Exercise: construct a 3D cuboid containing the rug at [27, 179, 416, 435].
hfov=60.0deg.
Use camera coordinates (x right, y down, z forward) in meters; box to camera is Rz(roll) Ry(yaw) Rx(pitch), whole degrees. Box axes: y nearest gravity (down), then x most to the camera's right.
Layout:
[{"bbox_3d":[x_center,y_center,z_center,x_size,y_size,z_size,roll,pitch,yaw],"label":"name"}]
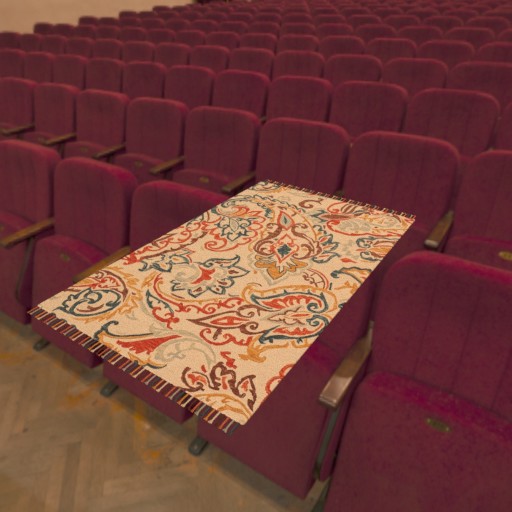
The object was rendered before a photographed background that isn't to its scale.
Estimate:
[{"bbox_3d":[0.000,0.000,3.161,1.523,0.010,2.584,19,36,29],"label":"rug"}]
